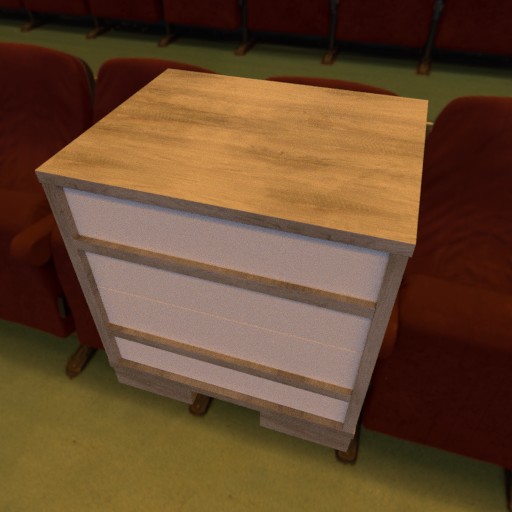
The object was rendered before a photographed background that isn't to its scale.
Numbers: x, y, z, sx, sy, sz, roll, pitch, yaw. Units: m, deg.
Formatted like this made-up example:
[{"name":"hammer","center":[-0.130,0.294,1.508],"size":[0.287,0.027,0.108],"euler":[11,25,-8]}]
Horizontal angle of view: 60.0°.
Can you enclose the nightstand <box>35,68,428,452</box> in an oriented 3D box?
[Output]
[{"name":"nightstand","center":[0.000,0.000,0.736],"size":[0.427,0.448,0.347],"euler":[12,44,13]}]
